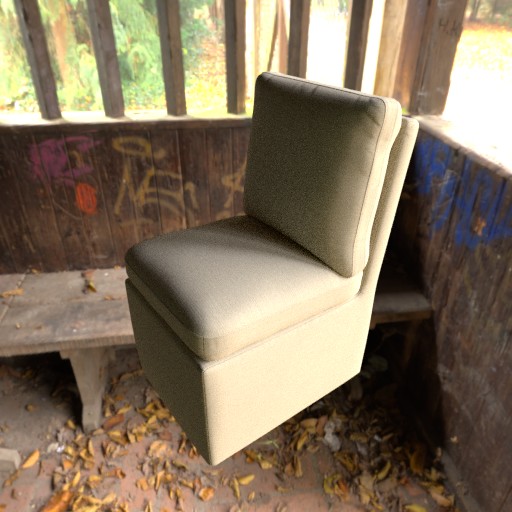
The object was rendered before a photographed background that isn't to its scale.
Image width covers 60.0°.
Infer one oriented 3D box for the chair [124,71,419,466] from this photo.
[{"bbox_3d":[0.000,0.000,1.313,0.698,0.927,0.503,-21,37,-30],"label":"chair"}]
